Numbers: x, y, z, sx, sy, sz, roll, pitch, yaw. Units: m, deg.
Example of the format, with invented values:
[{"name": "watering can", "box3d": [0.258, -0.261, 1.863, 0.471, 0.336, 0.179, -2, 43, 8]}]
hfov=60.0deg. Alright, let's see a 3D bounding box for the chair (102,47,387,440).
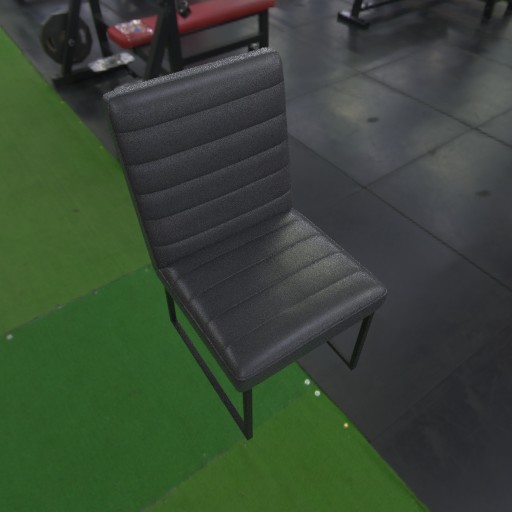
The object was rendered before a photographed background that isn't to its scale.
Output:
[{"name": "chair", "box3d": [0.000, 0.000, 1.330, 0.520, 0.930, 0.634, -26, 53, -22]}]
